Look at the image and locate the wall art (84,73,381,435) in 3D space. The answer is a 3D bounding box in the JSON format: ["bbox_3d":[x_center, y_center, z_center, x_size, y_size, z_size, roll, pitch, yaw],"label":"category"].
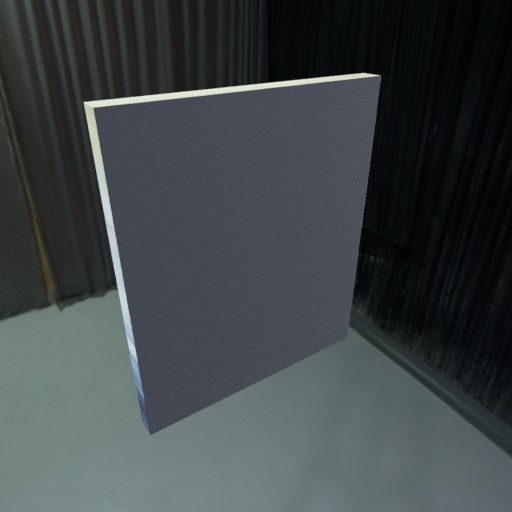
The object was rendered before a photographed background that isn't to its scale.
[{"bbox_3d":[0.000,0.000,0.708,0.435,0.511,0.037,-18,34,-29],"label":"wall art"}]
